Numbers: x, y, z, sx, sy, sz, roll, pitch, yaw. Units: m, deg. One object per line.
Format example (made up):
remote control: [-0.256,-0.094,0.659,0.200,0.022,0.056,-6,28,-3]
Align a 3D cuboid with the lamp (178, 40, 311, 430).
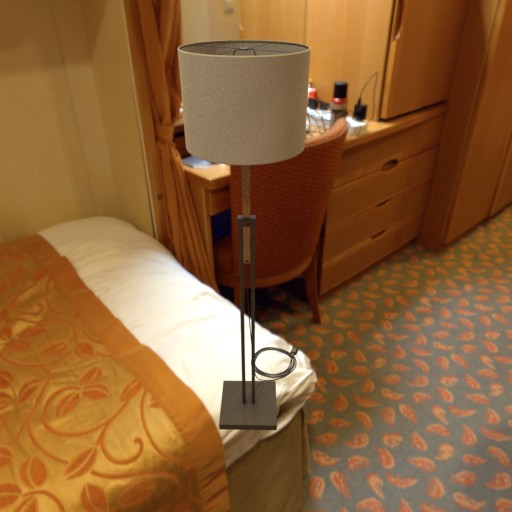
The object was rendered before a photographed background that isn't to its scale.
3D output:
lamp: [0.000,0.000,1.893,0.474,1.650,0.639,0,32,1]
